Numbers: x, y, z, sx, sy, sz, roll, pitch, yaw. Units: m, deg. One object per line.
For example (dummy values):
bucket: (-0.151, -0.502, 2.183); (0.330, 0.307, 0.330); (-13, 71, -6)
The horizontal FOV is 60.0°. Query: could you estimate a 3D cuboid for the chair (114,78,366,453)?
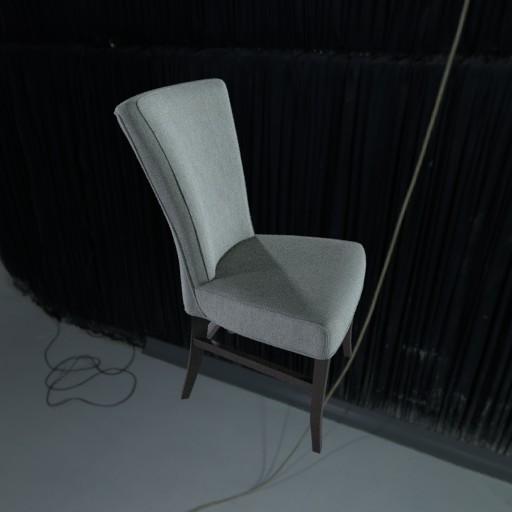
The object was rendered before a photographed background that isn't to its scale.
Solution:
chair: (0.000, 0.000, 1.409); (0.660, 0.991, 0.520); (11, 30, 19)
